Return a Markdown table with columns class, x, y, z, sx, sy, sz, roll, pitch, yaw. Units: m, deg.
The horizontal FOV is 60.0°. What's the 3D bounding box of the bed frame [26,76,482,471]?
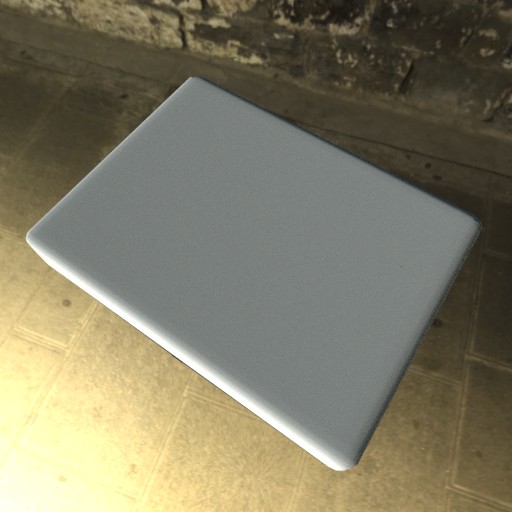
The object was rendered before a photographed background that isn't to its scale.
| class | x | y | z | sx | sy | sz | roll | pitch | yaw |
| --- | --- | --- | --- | --- | --- | --- | --- | --- | --- |
| bed frame | 0.000 | 0.000 | 2.693 | 2.037 | 0.677 | 1.528 | 31 | 68 | 15 |
